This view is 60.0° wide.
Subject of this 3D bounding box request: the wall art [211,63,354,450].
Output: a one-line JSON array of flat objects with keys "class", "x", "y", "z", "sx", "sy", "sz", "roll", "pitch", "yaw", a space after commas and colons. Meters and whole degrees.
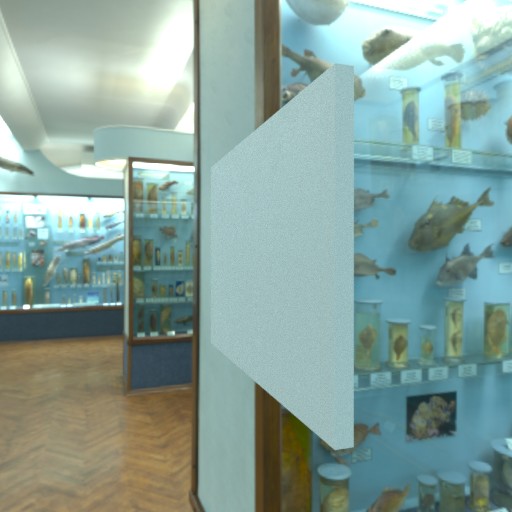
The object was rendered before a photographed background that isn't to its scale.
[{"class": "wall art", "x": 0.000, "y": 0.000, "z": 1.660, "sx": 0.051, "sy": 0.902, "sz": 1.308, "roll": 0, "pitch": 0, "yaw": -18}]
